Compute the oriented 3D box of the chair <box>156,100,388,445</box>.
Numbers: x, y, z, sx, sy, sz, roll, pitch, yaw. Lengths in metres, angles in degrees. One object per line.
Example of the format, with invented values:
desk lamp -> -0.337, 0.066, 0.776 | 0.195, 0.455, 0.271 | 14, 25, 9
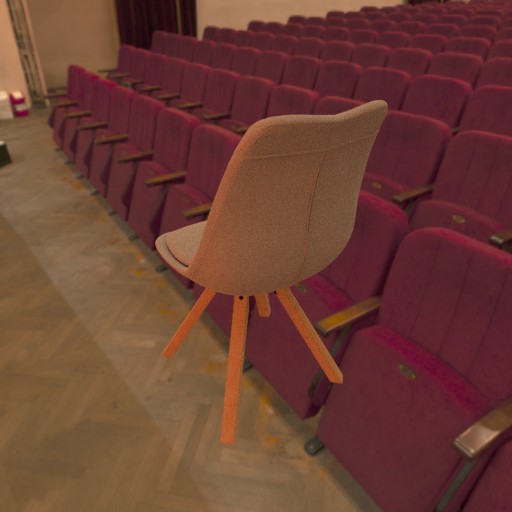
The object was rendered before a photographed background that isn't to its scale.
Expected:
chair -> 0.000, 0.000, 1.187 | 0.474, 0.863, 0.549 | -18, 35, -28
